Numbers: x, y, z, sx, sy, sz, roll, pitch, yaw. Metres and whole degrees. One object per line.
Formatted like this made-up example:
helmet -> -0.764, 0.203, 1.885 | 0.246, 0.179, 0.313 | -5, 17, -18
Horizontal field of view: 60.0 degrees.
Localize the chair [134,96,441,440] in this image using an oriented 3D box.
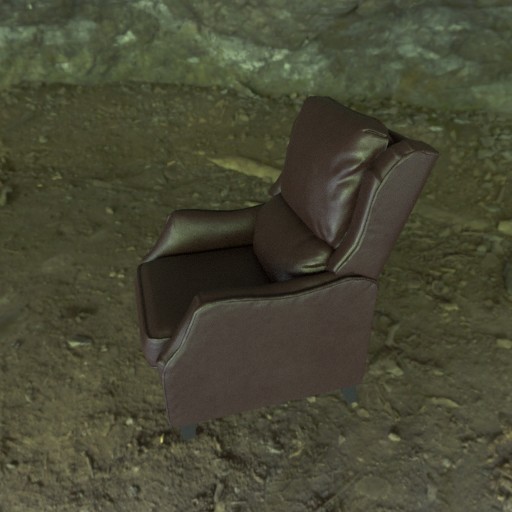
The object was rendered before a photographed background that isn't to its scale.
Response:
chair -> 0.000, 0.000, 1.788 | 0.982, 1.132, 0.770 | -8, 31, -14
